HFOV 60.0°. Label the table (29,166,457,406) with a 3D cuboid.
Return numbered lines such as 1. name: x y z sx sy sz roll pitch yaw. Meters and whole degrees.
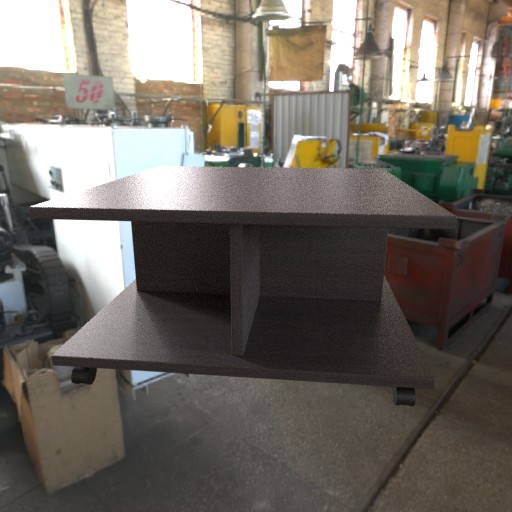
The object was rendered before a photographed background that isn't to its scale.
1. table: 0.000 0.000 1.199 0.762 0.396 0.762 2 17 6
